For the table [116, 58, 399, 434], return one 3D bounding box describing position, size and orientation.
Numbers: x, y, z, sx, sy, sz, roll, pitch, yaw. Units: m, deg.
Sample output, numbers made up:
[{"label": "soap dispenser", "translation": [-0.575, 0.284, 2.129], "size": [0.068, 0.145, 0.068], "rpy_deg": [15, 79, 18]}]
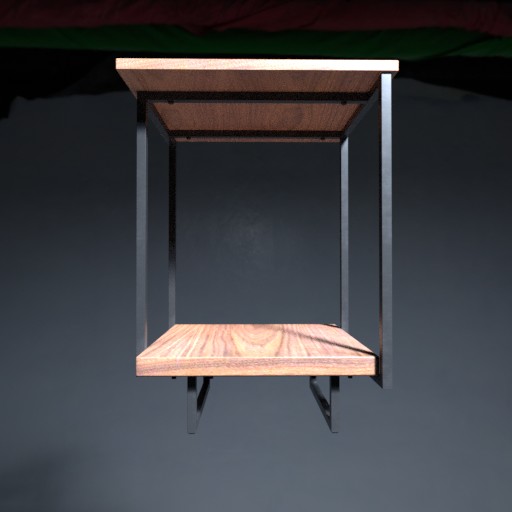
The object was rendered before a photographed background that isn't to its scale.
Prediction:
[{"label": "table", "translation": [0.000, 0.000, 0.831], "size": [0.411, 0.567, 0.384], "rpy_deg": [0, -1, -1]}]
